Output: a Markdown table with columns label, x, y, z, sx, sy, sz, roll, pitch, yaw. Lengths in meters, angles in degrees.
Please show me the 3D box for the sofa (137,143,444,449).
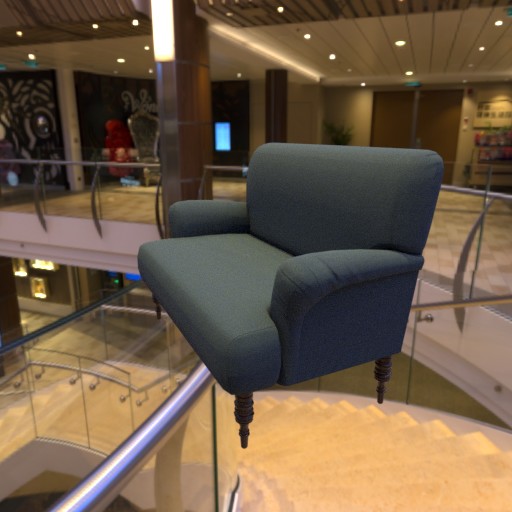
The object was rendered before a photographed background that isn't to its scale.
| label | x | y | z | sx | sy | sz | roll | pitch | yaw |
| --- | --- | --- | --- | --- | --- | --- | --- | --- | --- |
| sofa | 0.000 | 0.000 | 1.851 | 0.779 | 0.889 | 1.297 | -7 | 17 | -25 |
